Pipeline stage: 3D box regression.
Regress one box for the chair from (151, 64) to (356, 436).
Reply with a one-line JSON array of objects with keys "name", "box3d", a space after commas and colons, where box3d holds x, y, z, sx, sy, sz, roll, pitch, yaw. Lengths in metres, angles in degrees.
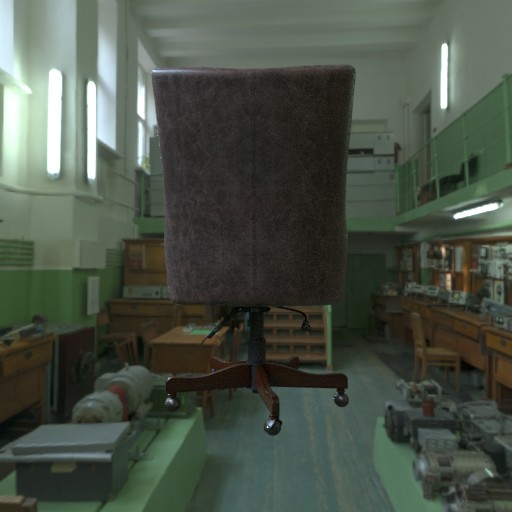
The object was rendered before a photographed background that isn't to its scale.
[{"name": "chair", "box3d": [0.000, 0.000, 1.484, 0.641, 1.035, 0.762, 0, -1, 2]}]
